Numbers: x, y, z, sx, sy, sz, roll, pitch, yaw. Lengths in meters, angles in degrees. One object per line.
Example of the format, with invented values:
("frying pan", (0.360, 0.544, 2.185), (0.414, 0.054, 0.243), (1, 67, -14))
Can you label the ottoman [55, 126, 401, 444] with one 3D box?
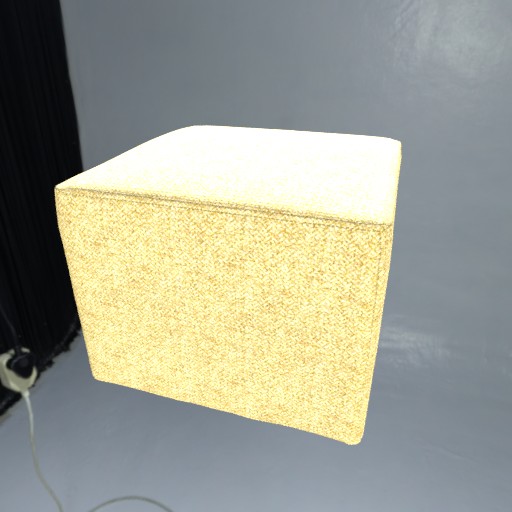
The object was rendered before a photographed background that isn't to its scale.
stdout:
("ottoman", (0.000, 0.000, 0.900), (0.512, 0.441, 0.505), (8, 29, 15))
